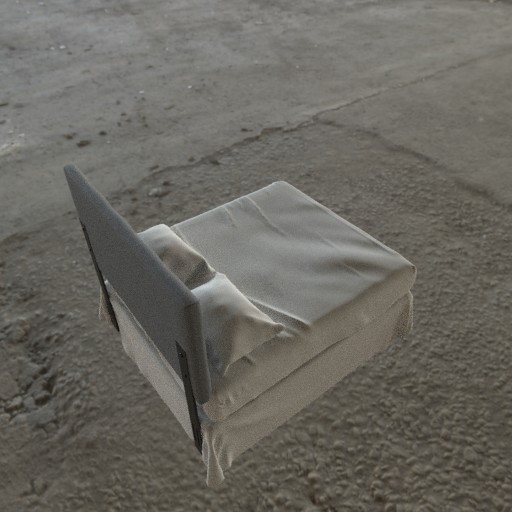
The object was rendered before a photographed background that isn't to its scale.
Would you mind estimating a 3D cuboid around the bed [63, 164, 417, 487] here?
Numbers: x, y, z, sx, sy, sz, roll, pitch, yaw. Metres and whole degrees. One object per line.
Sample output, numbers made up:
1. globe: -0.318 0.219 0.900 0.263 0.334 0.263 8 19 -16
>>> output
1. bed: 0.000 0.000 3.473 2.222 1.577 1.936 -27 48 -27
